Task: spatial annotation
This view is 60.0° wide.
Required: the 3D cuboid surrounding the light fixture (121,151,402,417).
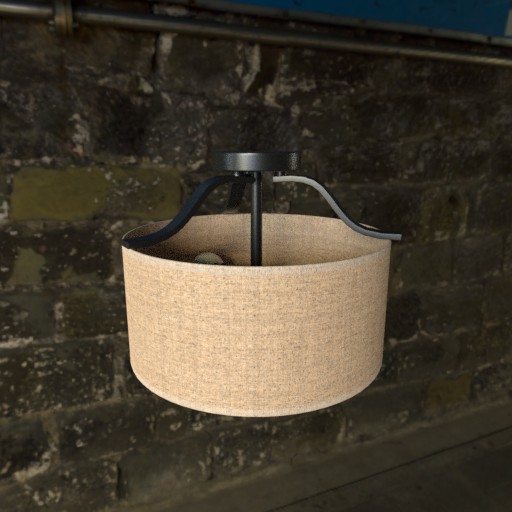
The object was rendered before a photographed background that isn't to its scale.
[{"bbox_3d":[0.000,0.000,0.667,0.390,0.306,0.390,0,14,0],"label":"light fixture"}]
